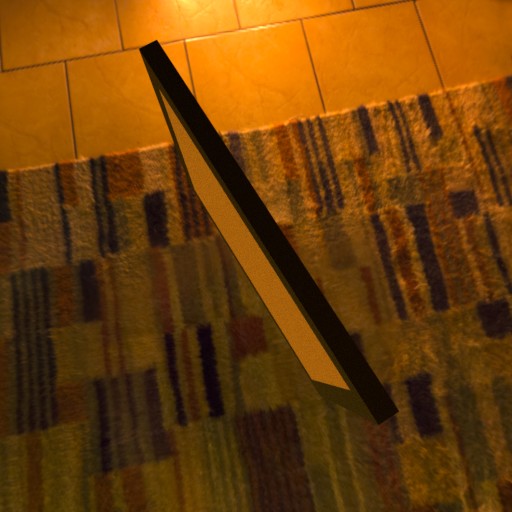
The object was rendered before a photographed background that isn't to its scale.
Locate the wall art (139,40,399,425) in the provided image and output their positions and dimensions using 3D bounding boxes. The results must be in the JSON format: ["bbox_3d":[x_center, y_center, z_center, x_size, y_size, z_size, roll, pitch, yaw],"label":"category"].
[{"bbox_3d":[0.000,0.000,0.765,0.028,0.460,0.561,-31,78,-7],"label":"wall art"}]
